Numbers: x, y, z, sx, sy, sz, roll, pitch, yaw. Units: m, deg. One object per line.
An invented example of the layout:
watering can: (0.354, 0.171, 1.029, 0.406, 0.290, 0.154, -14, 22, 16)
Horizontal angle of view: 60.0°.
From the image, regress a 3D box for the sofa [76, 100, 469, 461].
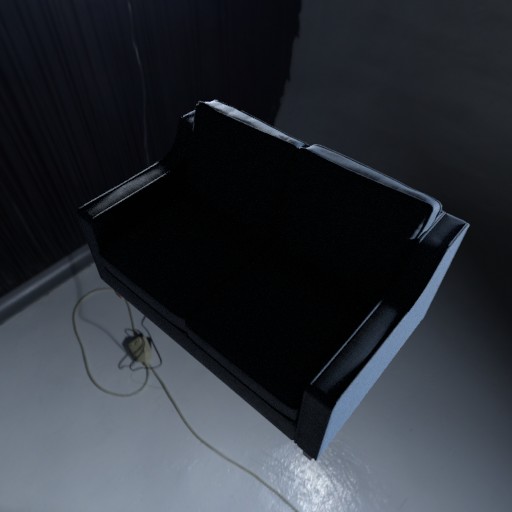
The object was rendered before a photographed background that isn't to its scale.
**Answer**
sofa: (0.000, 0.000, 2.158, 1.501, 0.971, 0.987, 33, 55, 26)
